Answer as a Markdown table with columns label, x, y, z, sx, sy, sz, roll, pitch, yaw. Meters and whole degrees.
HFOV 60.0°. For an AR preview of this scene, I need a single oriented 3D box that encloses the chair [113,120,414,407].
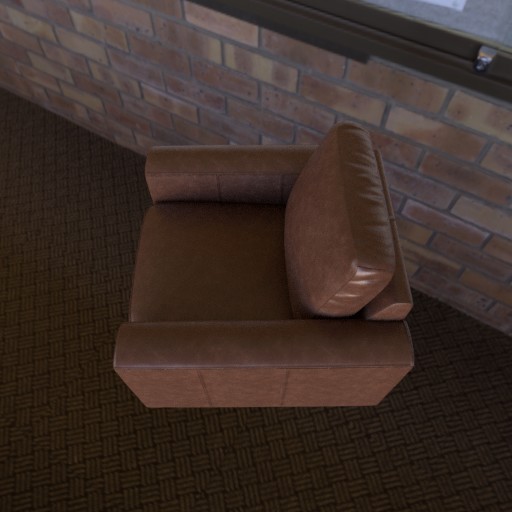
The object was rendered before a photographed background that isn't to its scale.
| label | x | y | z | sx | sy | sz | roll | pitch | yaw |
| --- | --- | --- | --- | --- | --- | --- | --- | --- | --- |
| chair | 0.000 | 0.000 | 1.784 | 1.016 | 0.873 | 1.005 | 0 | 58 | 0 |
